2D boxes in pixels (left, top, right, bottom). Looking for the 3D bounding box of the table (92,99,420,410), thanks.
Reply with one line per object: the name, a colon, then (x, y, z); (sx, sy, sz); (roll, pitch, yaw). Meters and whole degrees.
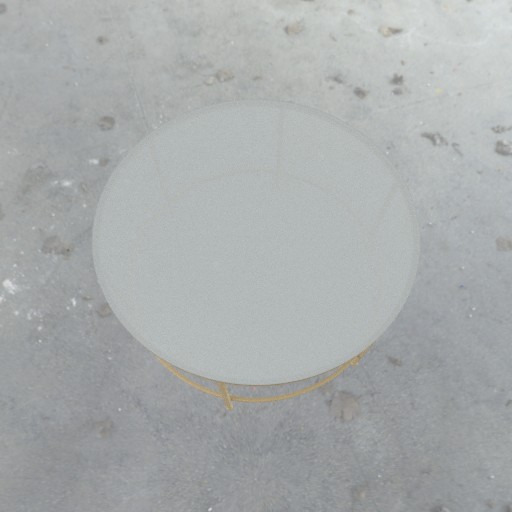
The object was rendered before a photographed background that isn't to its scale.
table: (0.000, 0.000, 1.454); (0.914, 0.470, 0.914); (0, 63, 0)
